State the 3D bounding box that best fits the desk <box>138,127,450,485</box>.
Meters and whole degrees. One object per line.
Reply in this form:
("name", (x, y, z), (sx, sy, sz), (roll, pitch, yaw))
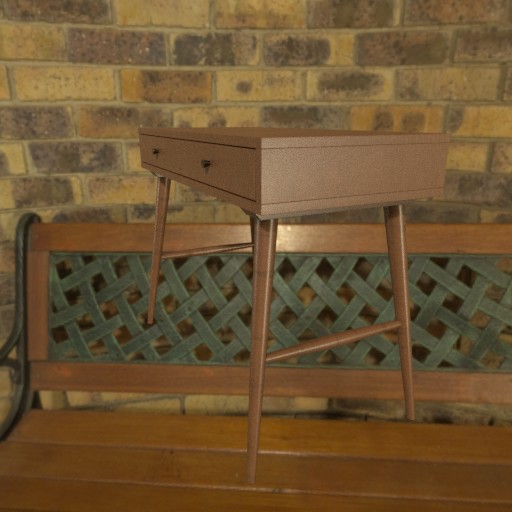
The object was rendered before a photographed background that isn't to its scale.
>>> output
("desk", (0.000, 0.000, 1.387), (0.510, 0.758, 0.949), (-9, 19, -26))
